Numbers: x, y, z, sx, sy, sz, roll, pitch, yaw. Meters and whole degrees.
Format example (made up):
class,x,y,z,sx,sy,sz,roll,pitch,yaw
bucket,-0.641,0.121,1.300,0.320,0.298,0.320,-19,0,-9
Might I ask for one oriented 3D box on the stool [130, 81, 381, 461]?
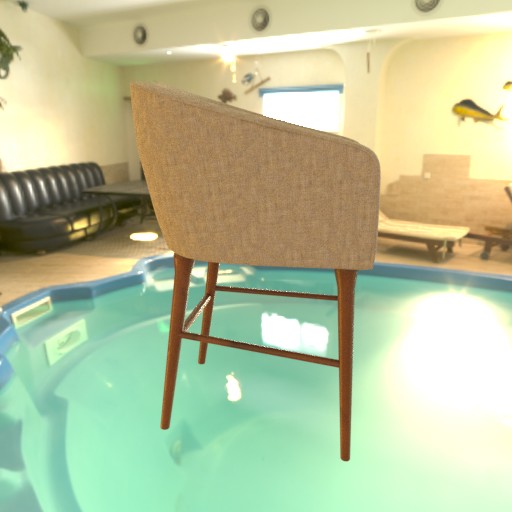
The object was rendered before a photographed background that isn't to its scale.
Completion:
class,x,y,z,sx,sy,sz,roll,pitch,yaw
stool,0.000,0.000,1.292,0.635,0.952,0.559,3,16,9
